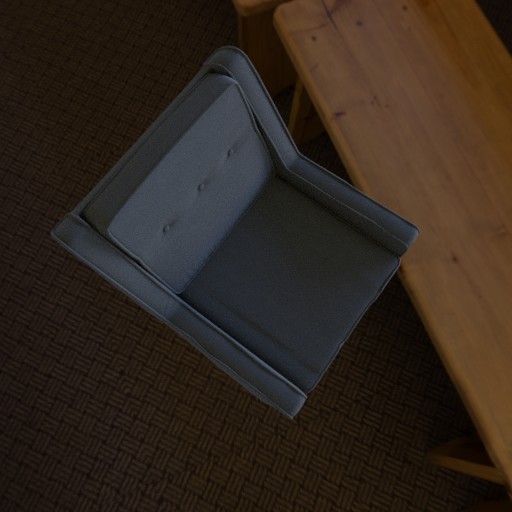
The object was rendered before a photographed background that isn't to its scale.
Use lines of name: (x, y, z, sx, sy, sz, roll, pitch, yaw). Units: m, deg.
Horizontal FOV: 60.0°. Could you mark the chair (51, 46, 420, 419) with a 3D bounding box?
chair: (0.000, 0.000, 1.353, 0.733, 0.780, 0.663, 36, 78, 9)
